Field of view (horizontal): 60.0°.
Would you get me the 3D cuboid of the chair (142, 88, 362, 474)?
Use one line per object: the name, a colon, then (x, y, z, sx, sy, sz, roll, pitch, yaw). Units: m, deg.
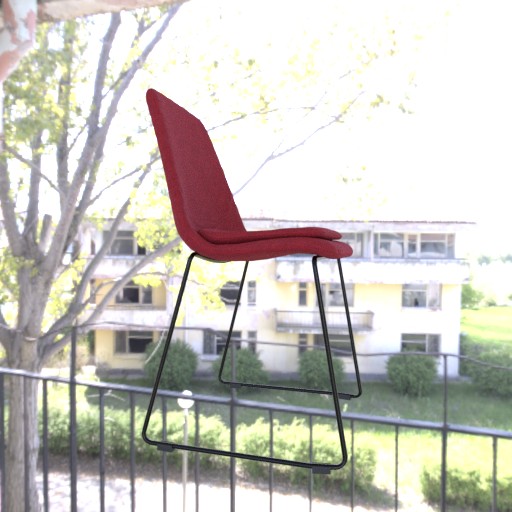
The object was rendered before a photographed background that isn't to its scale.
chair: (0.000, 0.000, 1.161, 0.518, 0.858, 0.479, 0, 1, 17)
